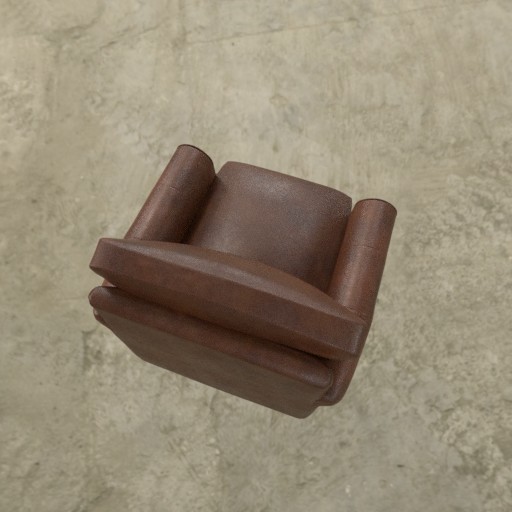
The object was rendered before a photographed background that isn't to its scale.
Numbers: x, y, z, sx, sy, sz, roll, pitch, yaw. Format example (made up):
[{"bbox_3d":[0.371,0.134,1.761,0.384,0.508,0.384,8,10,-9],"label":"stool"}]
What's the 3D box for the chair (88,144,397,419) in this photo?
[{"bbox_3d":[0.000,0.000,1.802,0.989,0.972,0.992,18,64,9],"label":"chair"}]
